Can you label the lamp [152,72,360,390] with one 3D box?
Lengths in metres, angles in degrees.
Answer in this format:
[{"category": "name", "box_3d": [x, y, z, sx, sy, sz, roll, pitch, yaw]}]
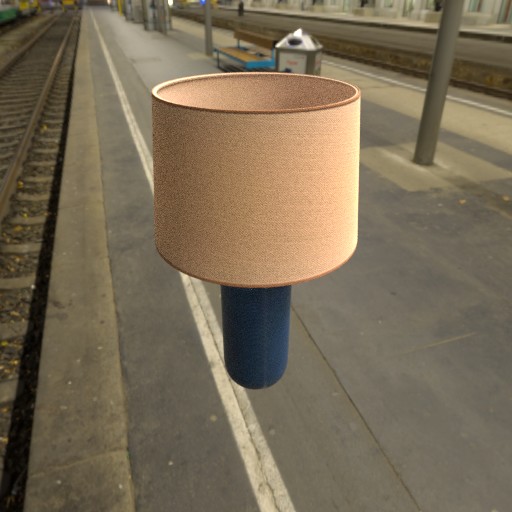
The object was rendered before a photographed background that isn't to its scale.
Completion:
[{"category": "lamp", "box_3d": [0.000, 0.000, 0.845, 0.367, 0.609, 0.367, 0, 31, 0]}]
